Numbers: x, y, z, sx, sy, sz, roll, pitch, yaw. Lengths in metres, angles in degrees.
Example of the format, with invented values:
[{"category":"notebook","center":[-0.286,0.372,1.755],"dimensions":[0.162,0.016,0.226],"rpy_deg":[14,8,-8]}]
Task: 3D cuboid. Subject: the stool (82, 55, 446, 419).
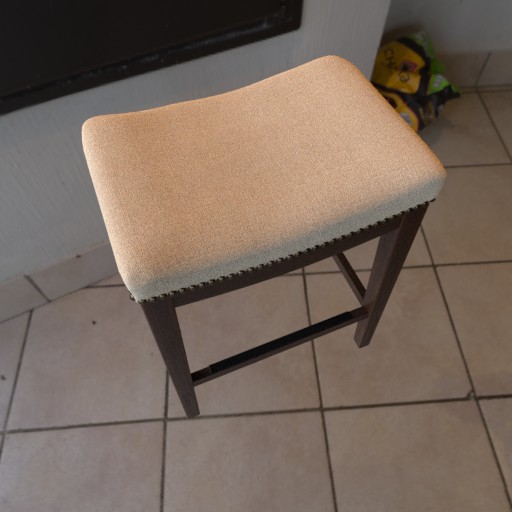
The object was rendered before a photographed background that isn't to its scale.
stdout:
[{"category":"stool","center":[0.000,0.000,0.950],"dimensions":[0.509,0.669,0.363],"rpy_deg":[-19,59,-12]}]
